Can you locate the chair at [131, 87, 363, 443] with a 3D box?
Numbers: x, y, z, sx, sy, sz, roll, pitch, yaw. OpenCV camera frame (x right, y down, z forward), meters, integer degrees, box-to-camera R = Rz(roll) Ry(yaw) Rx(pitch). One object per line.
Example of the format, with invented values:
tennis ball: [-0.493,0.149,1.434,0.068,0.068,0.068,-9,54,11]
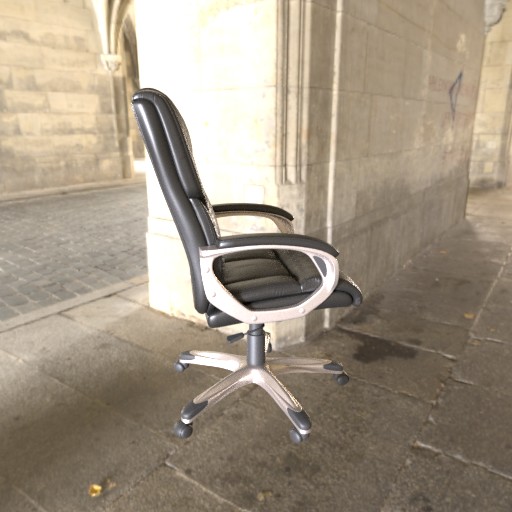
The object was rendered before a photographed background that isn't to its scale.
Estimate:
chair: [0.000,0.000,1.634,0.780,1.145,0.700,-3,17,-10]
